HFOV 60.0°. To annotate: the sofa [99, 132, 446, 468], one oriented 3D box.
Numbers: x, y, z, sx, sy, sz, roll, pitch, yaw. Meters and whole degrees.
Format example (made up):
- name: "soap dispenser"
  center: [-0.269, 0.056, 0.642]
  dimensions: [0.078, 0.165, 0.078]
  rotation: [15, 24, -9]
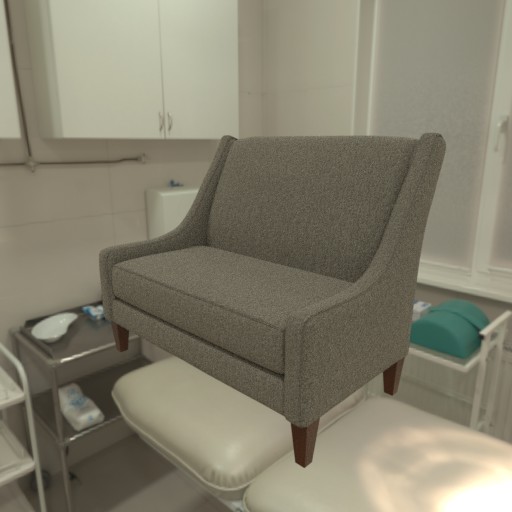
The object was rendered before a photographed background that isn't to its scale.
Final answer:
- name: "sofa"
  center: [0.000, 0.000, 1.922]
  dimensions: [1.242, 1.026, 0.862]
  rotation: [14, 20, 42]
